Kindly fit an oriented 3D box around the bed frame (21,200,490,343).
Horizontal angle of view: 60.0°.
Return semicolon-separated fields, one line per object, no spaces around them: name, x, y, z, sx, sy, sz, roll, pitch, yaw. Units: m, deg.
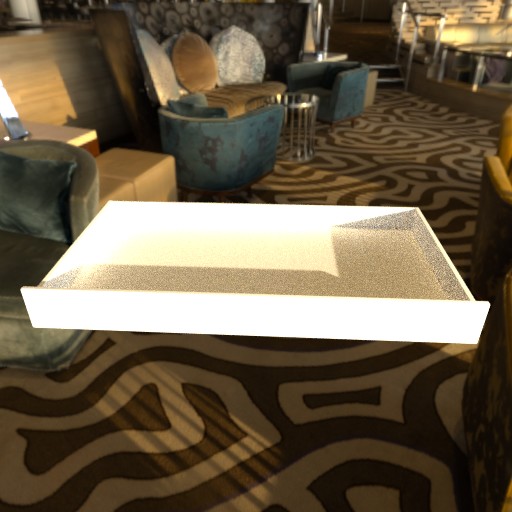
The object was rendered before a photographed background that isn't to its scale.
bed frame;0.000;0.000;1.545;1.300;0.141;0.670;2;31;3
